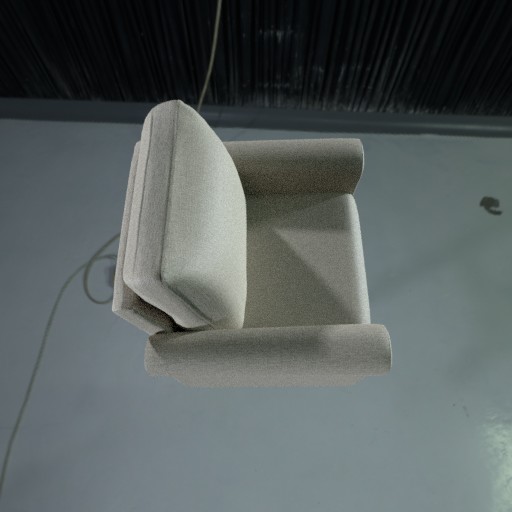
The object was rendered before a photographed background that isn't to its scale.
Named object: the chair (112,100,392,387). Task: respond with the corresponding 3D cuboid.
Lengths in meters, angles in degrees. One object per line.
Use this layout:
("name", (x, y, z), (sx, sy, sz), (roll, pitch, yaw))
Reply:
("chair", (0.000, 0.000, 2.312), (1.180, 1.349, 1.275), (0, 64, 0))
